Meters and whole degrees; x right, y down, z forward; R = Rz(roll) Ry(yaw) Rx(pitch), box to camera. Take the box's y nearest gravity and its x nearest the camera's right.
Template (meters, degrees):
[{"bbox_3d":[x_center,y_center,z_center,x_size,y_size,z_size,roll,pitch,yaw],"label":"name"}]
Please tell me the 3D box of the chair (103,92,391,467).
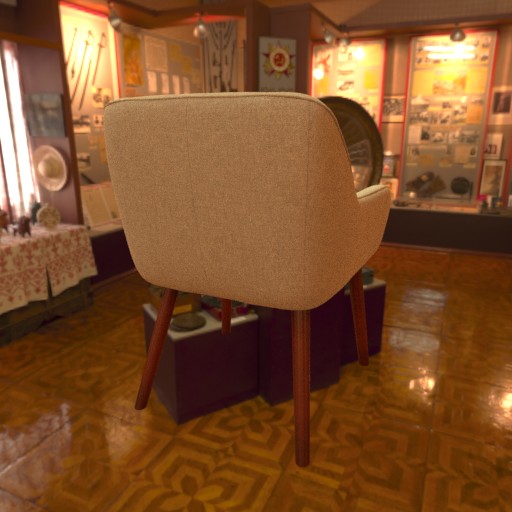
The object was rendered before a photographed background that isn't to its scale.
[{"bbox_3d":[0.000,0.000,1.228,0.610,0.813,0.610,8,18,25],"label":"chair"}]
